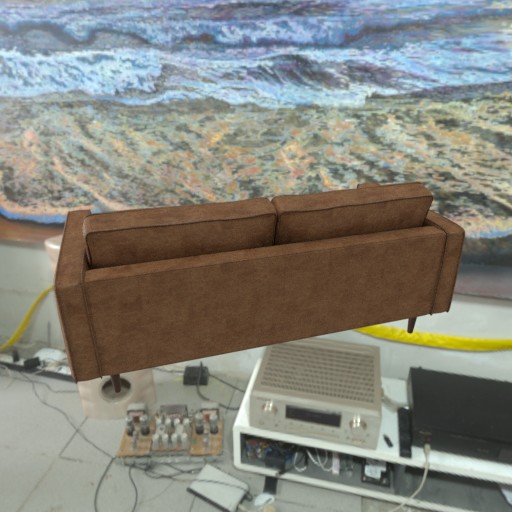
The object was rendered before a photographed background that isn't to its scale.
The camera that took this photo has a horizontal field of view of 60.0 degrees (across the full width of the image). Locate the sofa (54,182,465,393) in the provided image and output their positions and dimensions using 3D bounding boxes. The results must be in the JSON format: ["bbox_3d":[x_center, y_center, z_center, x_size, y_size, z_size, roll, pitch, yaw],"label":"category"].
[{"bbox_3d":[0.000,0.000,2.397,1.920,0.825,0.924,-8,27,-15],"label":"sofa"}]
